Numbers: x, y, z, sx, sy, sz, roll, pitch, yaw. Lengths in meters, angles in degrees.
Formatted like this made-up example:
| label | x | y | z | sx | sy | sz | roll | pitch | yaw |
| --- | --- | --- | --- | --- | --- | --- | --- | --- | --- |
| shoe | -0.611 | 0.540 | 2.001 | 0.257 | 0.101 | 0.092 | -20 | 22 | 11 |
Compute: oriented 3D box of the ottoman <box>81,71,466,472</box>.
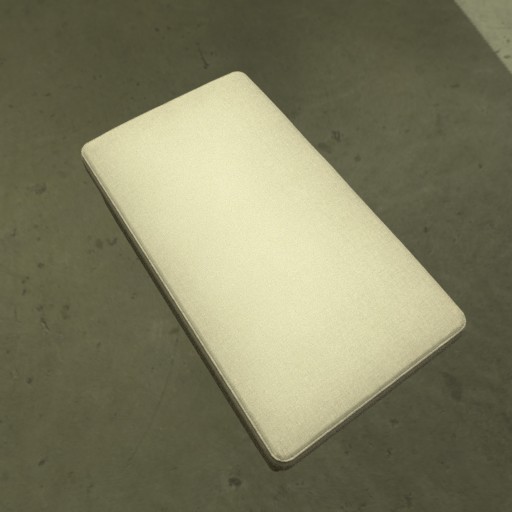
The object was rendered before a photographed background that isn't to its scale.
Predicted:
| label | x | y | z | sx | sy | sz | roll | pitch | yaw |
| --- | --- | --- | --- | --- | --- | --- | --- | --- | --- |
| ottoman | 0.000 | 0.000 | 1.405 | 0.617 | 0.461 | 1.097 | -31 | 69 | -14 |
